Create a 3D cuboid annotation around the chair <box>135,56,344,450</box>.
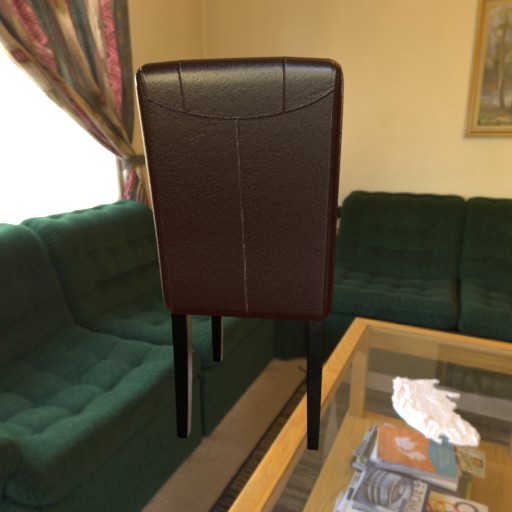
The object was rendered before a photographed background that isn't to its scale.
[{"bbox_3d":[0.000,0.000,1.185,0.399,0.897,0.556,2,15,8],"label":"chair"}]
